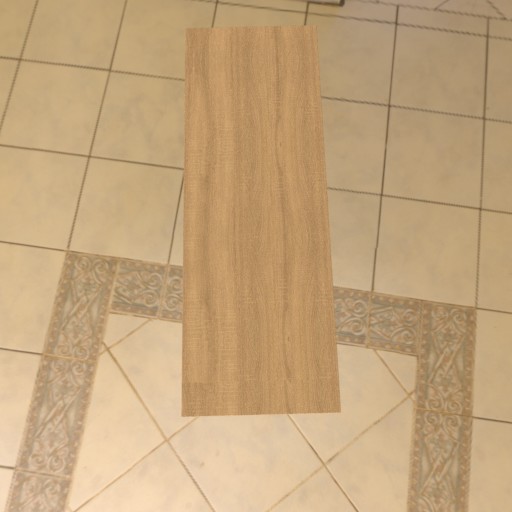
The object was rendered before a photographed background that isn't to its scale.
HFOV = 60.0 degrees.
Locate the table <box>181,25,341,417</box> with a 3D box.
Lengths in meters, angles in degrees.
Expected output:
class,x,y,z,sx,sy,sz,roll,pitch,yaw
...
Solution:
class,x,y,z,sx,sy,sz,roll,pitch,yaw
table,0.000,0.000,1.893,0.398,1.388,1.111,-1,78,0
